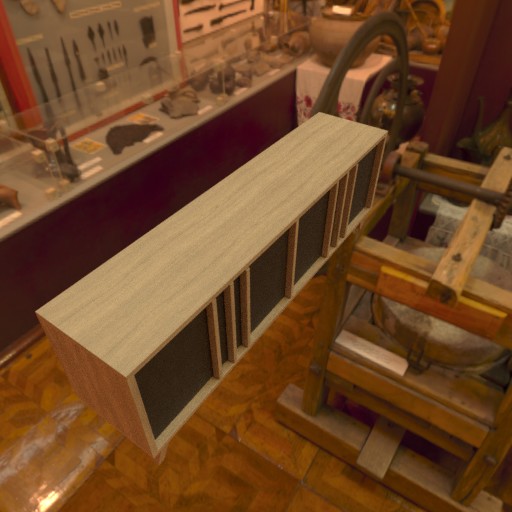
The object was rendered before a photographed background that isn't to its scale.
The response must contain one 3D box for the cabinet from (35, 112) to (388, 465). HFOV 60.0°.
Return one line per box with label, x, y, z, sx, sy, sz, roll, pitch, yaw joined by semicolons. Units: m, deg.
cabinet;0.000;0.000;2.497;0.499;0.779;2.198;25;47;26
